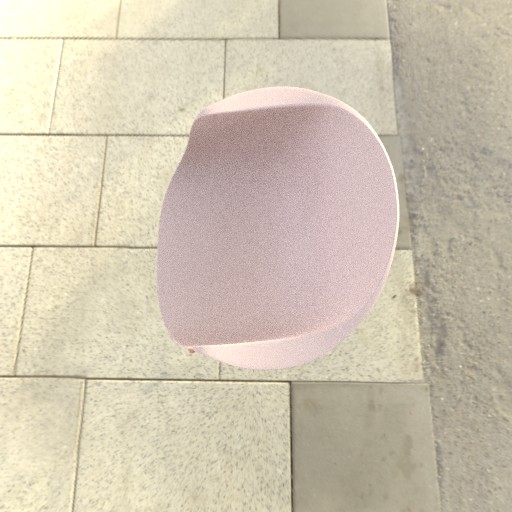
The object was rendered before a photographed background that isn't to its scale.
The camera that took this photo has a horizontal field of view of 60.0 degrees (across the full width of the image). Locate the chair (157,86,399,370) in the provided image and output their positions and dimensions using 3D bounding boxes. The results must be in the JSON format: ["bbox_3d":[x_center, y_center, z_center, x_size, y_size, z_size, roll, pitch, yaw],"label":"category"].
[{"bbox_3d":[0.000,0.000,1.160,0.504,0.781,0.593,-2,74,0],"label":"chair"}]
